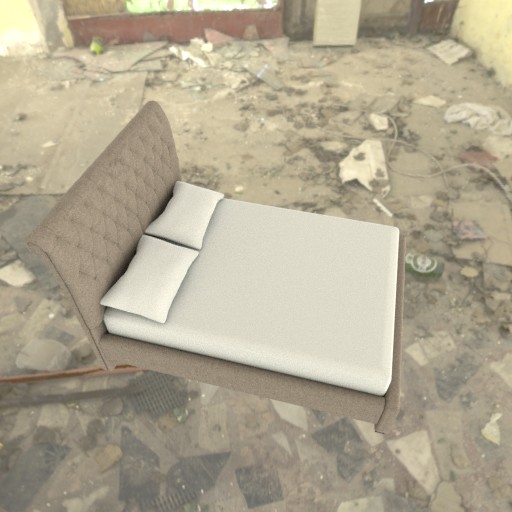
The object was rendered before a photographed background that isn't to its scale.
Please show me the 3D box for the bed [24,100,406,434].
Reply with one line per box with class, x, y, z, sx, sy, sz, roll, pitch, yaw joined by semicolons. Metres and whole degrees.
bed;0.000;0.000;3.269;2.252;1.371;1.645;11;47;10
